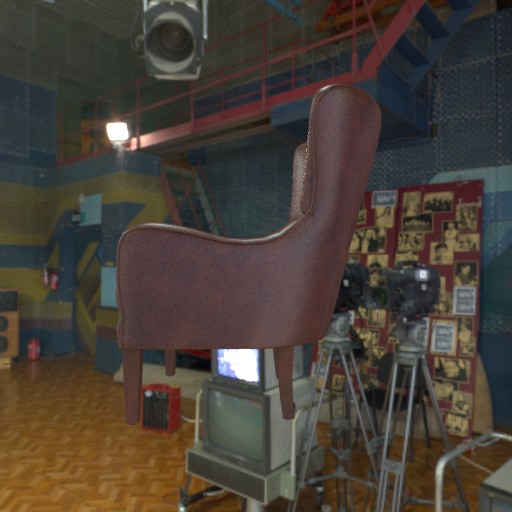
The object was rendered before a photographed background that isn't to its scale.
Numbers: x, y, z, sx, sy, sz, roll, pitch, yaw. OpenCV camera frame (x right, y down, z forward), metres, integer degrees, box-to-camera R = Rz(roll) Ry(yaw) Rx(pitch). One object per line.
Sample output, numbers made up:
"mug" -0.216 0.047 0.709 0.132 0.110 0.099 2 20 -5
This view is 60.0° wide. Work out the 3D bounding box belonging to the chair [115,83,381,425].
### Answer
"chair" 0.000 0.000 1.671 0.914 1.048 0.692 0 -1 0
